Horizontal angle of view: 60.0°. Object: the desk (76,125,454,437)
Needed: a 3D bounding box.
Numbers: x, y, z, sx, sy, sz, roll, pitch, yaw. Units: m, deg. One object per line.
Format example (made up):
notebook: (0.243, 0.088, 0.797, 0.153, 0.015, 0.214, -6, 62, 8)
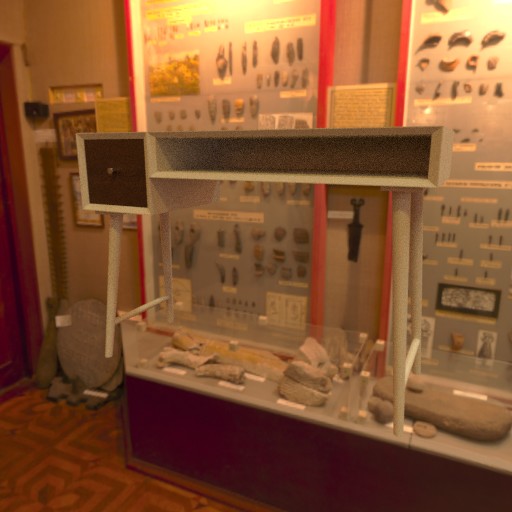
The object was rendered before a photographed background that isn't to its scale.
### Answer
desk: (0.000, 0.000, 1.416, 1.069, 0.761, 0.409, 7, 15, 26)
